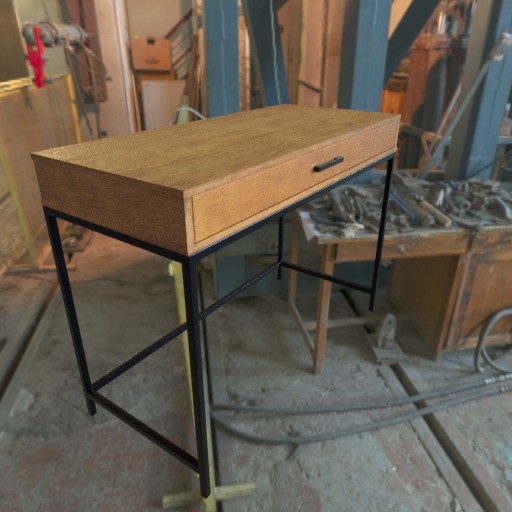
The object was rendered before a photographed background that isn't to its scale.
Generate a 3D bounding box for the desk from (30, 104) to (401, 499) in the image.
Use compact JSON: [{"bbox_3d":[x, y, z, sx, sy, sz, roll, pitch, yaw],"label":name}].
[{"bbox_3d":[0.000,0.000,1.370,0.470,0.762,1.016,18,31,32],"label":"desk"}]
